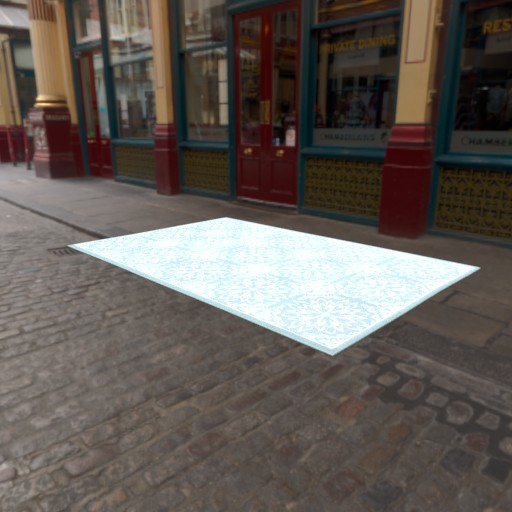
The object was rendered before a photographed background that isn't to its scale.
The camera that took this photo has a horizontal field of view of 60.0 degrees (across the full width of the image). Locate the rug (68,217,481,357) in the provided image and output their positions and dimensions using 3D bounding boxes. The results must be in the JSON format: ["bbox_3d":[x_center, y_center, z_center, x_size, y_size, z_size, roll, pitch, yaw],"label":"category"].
[{"bbox_3d":[0.000,0.000,2.337,1.840,0.012,1.219,15,22,43],"label":"rug"}]
